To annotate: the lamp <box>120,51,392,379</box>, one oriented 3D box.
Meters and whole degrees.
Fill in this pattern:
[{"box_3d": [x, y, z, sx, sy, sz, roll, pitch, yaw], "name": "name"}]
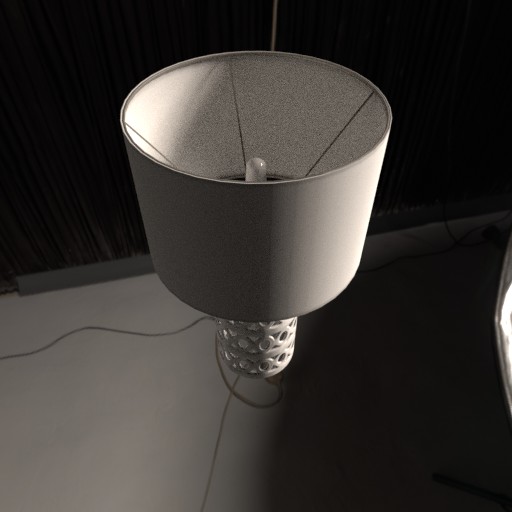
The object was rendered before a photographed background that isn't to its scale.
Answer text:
[{"box_3d": [0.000, 0.000, 0.689, 0.310, 0.502, 0.310, 0, 46, 0], "name": "lamp"}]
